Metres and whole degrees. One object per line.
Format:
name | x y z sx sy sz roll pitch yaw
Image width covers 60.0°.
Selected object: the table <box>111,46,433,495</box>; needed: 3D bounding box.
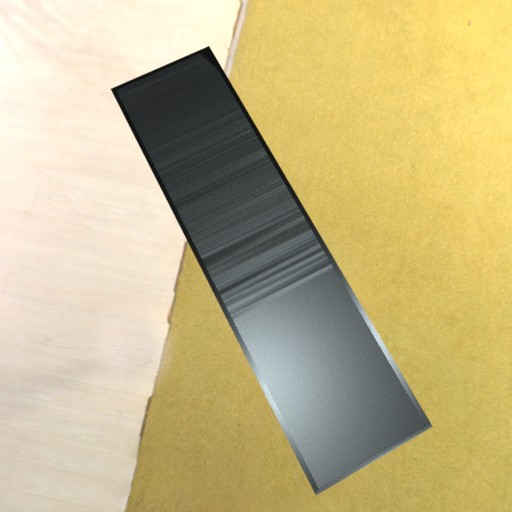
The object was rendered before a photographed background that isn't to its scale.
table | 0.000 0.000 1.632 0.399 0.395 1.486 -27 77 -7
